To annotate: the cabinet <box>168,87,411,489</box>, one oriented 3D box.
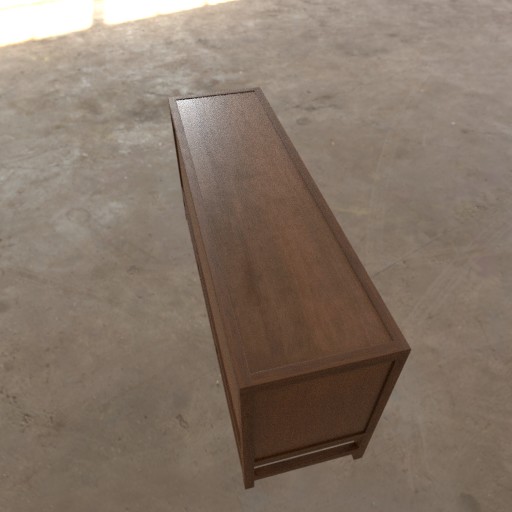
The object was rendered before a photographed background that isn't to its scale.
[{"bbox_3d":[0.000,0.000,2.083,0.522,0.820,1.708,-10,47,-10],"label":"cabinet"}]
